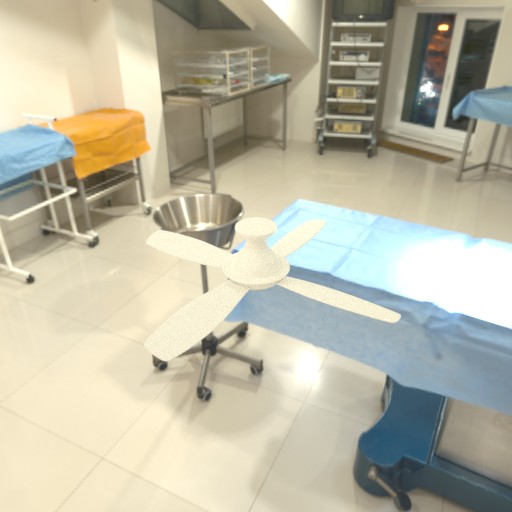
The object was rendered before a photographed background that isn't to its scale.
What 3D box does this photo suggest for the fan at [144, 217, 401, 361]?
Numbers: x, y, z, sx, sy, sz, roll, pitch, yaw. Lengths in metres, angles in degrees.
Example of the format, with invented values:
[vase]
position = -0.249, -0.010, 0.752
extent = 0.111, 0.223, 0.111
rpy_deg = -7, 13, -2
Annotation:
[fan]
position = 0.000, 0.000, 2.554
extent = 1.694, 0.382, 1.693
rpy_deg = 18, 34, 28
